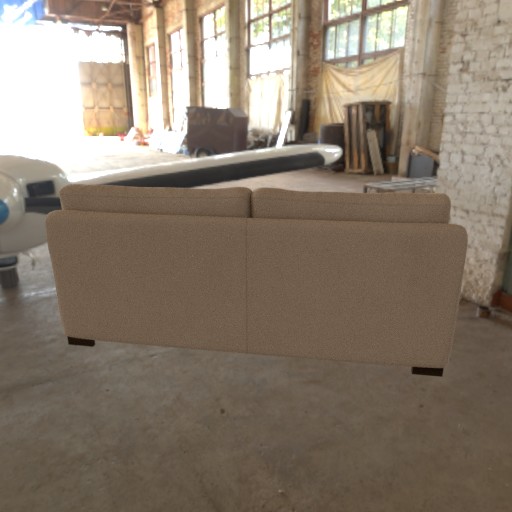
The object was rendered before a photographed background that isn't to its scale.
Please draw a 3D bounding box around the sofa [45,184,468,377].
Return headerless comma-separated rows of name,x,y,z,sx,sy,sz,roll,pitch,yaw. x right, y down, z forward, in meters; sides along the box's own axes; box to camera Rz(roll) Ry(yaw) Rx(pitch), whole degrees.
sofa,0.000,0.000,2.695,2.147,0.925,0.929,3,18,9
